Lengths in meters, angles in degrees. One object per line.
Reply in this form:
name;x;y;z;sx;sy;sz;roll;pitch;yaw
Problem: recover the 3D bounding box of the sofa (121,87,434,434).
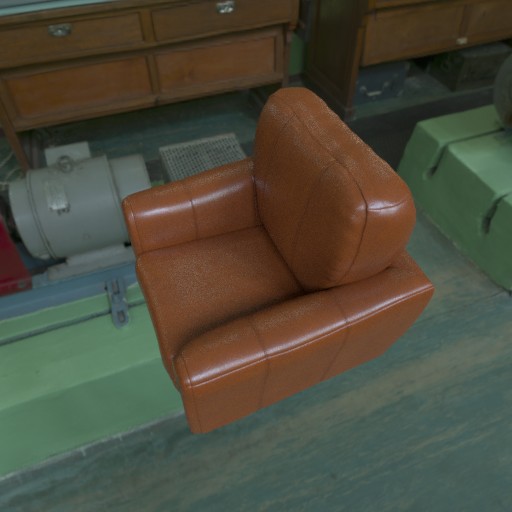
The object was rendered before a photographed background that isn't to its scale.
sofa;0.000;0.000;1.501;0.789;0.876;0.836;-17;50;-15
